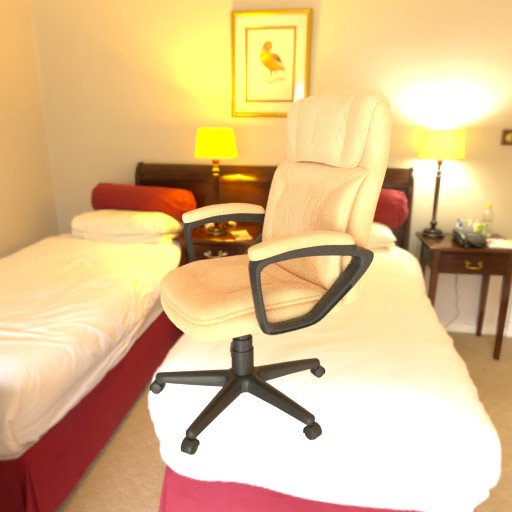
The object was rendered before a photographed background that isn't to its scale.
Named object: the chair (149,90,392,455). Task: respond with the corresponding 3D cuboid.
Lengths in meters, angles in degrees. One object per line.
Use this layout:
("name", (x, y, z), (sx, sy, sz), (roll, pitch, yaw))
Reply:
("chair", (0.000, 0.000, 1.550), (0.724, 1.105, 0.667), (-8, 18, -26))
